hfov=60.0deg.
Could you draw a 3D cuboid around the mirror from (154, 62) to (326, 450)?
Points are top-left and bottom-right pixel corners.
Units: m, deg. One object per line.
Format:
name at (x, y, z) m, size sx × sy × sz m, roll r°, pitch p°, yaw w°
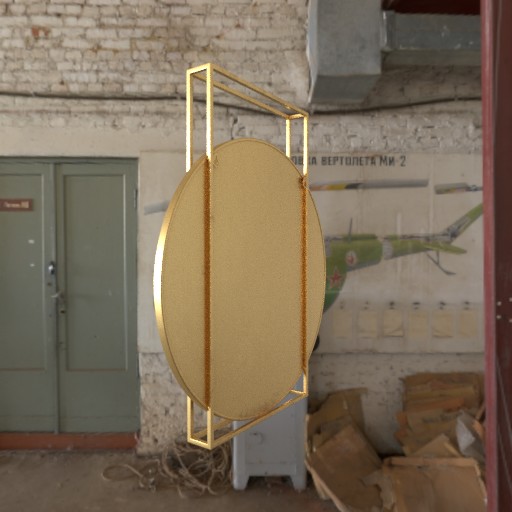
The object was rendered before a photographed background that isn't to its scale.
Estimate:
mirror at (0.000, 0.000, 0.832) m, size 0.051 × 0.603 × 0.508 m, roll 1°, pitch 1°, yaw 35°
